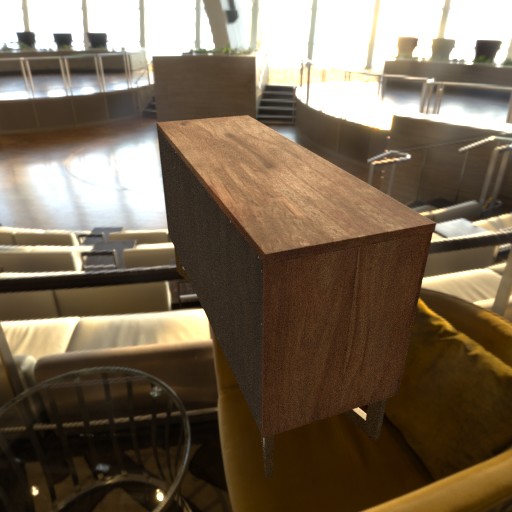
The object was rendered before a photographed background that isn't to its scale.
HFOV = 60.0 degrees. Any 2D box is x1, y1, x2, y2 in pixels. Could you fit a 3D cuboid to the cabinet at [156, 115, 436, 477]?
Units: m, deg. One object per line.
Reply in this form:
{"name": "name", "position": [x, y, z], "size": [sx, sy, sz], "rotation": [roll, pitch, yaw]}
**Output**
{"name": "cabinet", "position": [0.000, 0.000, 1.784], "size": [0.480, 0.812, 1.373], "rotation": [-10, 31, -18]}
